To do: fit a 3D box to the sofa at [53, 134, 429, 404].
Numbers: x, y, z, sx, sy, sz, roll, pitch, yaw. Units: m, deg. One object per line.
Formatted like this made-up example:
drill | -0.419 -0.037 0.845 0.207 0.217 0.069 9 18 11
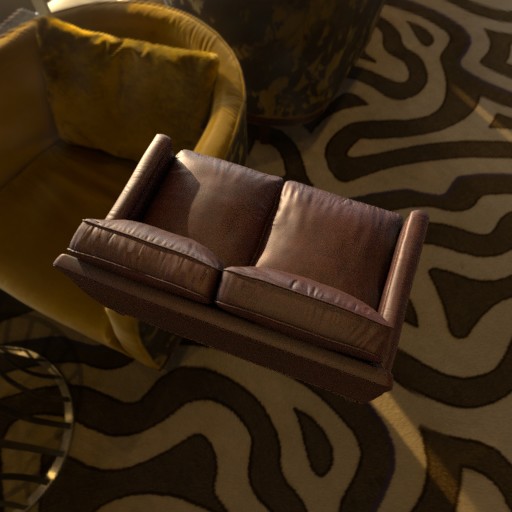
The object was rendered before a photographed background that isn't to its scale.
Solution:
sofa | 0.000 0.000 2.340 1.628 1.003 1.083 18 64 9
